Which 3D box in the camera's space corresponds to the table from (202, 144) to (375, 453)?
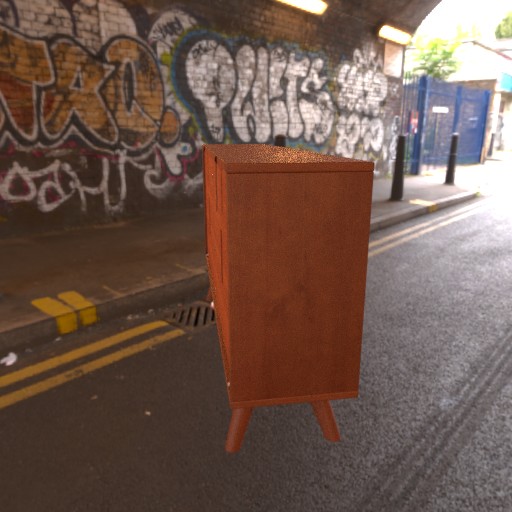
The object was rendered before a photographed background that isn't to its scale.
[{"bbox_3d":[0.000,0.000,1.491,0.308,0.698,1.220,-2,16,-8],"label":"table"}]
